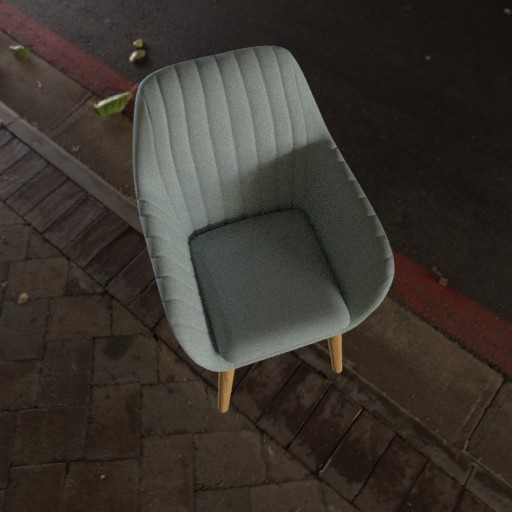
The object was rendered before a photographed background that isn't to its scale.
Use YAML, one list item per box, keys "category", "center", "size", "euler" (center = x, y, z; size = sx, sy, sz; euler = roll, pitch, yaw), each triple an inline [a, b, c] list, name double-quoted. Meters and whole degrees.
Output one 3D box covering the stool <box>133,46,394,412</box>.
- category: "stool"
  center: [0.000, 0.000, 1.194]
  size: [0.503, 0.830, 0.590]
  euler: [-16, 64, -8]
